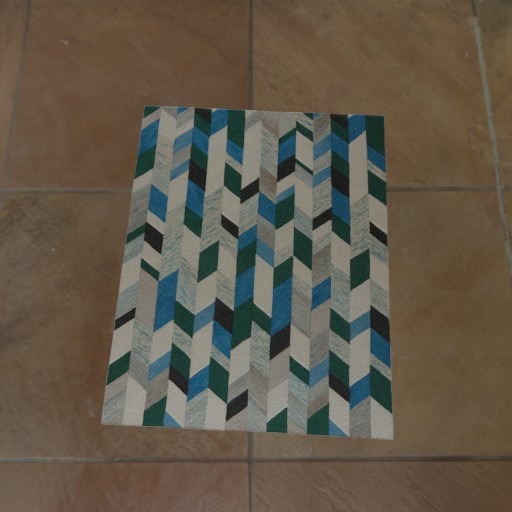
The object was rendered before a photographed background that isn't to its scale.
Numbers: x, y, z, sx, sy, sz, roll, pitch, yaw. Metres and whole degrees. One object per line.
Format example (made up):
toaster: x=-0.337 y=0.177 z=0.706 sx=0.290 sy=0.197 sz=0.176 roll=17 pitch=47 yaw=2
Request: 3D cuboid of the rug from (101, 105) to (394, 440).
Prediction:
rug: x=0.000 y=0.000 z=4.075 sx=2.440 sy=0.008 sz=3.036 roll=3 pitch=75 yaw=1
